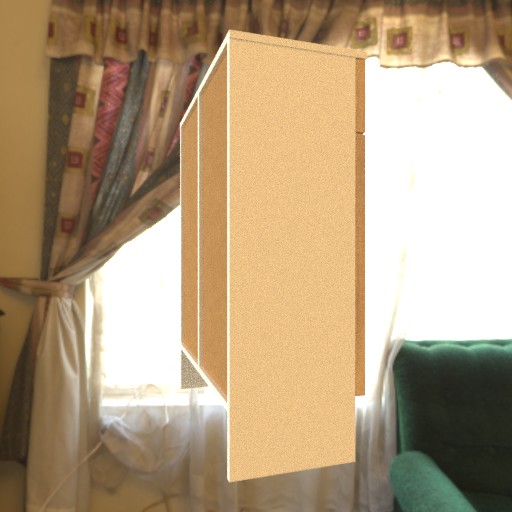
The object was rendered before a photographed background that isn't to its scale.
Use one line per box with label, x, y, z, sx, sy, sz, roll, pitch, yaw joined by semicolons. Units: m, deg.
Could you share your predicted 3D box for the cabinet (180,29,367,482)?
cabinet;0.000;0.000;1.128;0.296;0.815;0.600;0;0;-18
